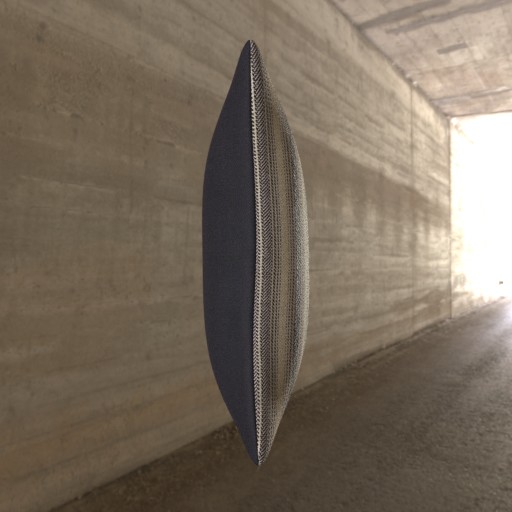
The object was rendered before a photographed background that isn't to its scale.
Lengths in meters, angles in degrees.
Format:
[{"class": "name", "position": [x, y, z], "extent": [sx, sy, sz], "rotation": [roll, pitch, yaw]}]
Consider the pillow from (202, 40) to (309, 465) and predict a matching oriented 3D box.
[{"class": "pillow", "position": [0.000, 0.000, 0.780], "extent": [0.166, 0.508, 0.520], "rotation": [0, -1, 0]}]
